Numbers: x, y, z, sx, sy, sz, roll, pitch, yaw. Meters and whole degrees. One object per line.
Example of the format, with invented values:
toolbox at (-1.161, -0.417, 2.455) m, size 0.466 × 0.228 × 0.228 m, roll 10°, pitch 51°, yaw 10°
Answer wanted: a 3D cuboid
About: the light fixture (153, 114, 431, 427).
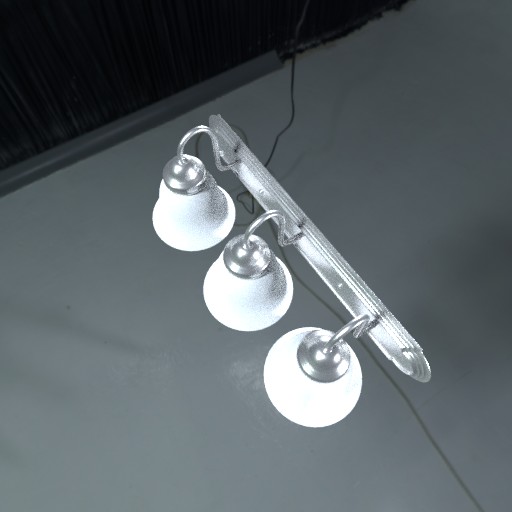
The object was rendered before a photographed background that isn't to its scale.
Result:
light fixture at (0.000, 0.000, 0.719) m, size 0.199 × 0.222 × 0.610 m, roll -32°, pitch 68°, yaw -15°
